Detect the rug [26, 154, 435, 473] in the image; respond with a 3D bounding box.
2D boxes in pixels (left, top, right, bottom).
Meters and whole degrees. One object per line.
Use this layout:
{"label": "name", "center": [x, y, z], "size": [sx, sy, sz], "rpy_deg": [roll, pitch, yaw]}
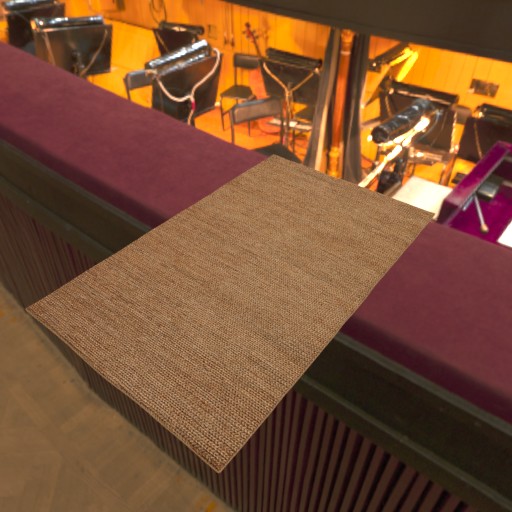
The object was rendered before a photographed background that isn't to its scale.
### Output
{"label": "rug", "center": [0.000, 0.000, 2.960], "size": [1.521, 0.034, 2.438], "rpy_deg": [27, 47, 28]}
